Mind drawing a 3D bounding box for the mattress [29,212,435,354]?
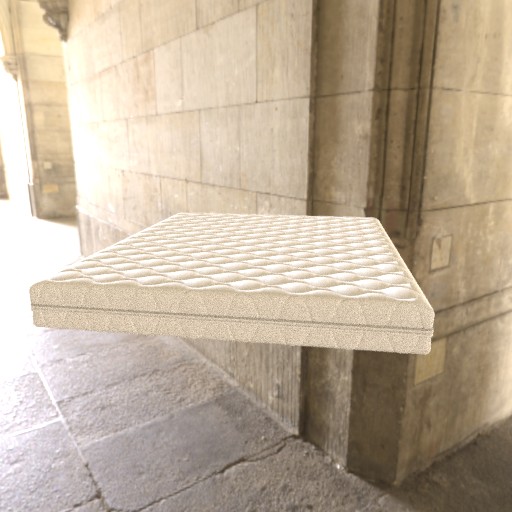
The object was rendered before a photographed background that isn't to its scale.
[{"bbox_3d":[0.000,0.000,2.612,1.600,0.200,1.900,2,15,9],"label":"mattress"}]
